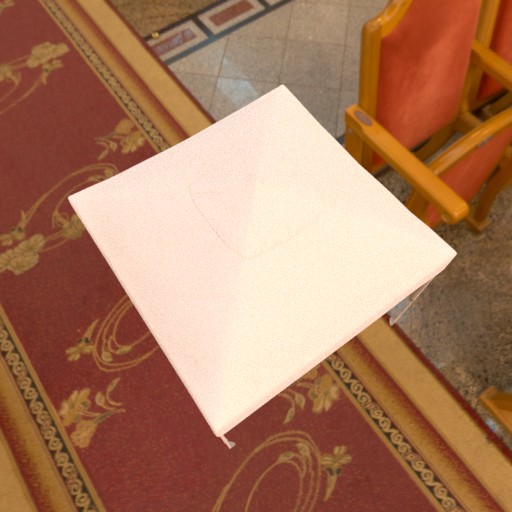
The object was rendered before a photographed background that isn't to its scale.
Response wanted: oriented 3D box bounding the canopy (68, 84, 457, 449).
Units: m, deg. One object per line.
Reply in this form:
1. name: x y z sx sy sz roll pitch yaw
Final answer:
1. canopy: 0.000 0.000 5.375 2.998 2.997 2.996 -33 68 -15
